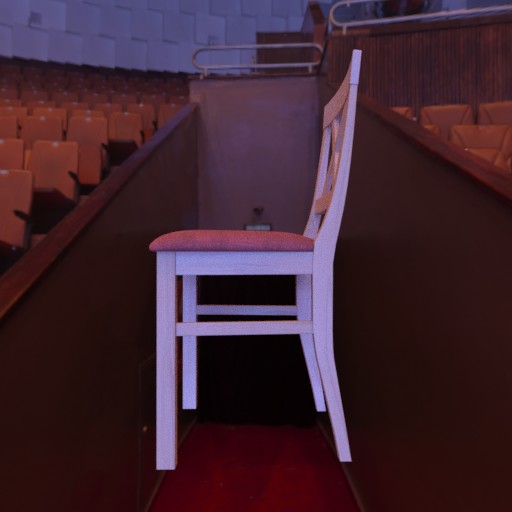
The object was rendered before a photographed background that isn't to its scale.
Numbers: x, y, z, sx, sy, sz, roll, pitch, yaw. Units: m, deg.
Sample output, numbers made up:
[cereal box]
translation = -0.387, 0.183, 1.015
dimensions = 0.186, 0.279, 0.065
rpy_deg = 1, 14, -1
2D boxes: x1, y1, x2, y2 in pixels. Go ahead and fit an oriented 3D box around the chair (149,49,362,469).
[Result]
[chair]
translation = 0.000, 0.000, 1.154
dimensions = 0.492, 0.912, 0.439
rpy_deg = 0, 0, -1
